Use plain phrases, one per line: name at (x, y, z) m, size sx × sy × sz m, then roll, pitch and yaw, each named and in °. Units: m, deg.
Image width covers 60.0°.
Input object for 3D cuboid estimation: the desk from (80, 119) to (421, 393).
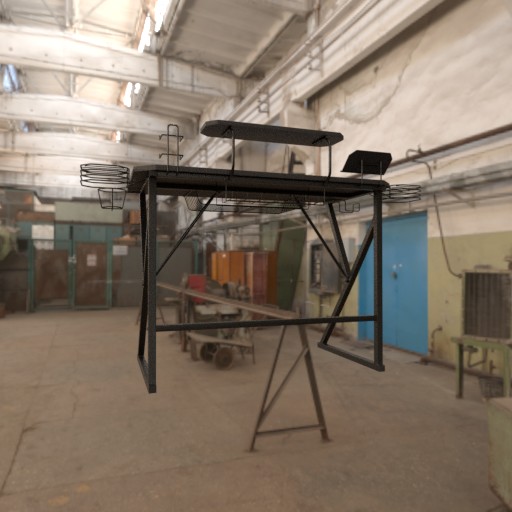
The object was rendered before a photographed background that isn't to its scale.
desk at (0.000, 0.000, 1.766) m, size 1.290 × 0.880 × 0.580 m, roll 0°, pitch -1°, yaw -19°
